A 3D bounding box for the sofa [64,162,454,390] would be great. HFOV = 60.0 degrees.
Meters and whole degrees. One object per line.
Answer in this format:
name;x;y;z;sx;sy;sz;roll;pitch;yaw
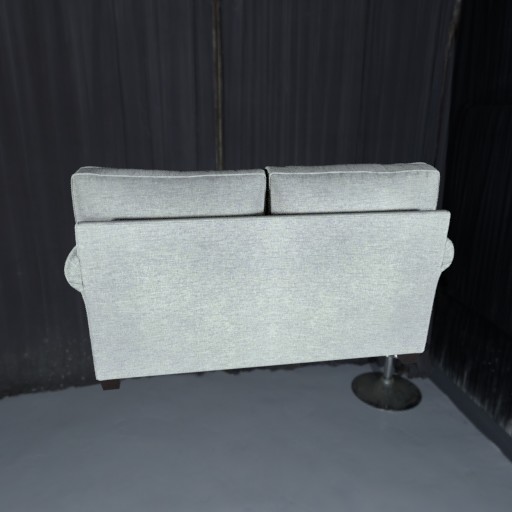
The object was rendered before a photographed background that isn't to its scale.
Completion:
sofa;0.000;0.000;2.294;1.701;0.966;0.966;-3;16;-9
